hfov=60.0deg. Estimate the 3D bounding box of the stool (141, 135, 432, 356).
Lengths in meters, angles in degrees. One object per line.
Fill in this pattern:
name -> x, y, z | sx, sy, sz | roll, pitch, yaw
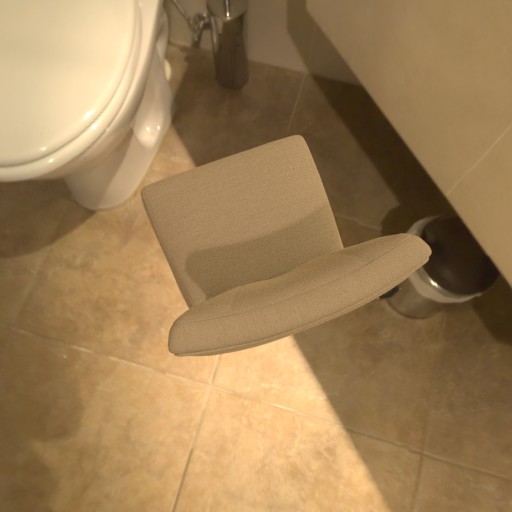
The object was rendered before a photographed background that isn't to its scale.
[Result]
stool -> 0.000, 0.000, 1.315 | 0.514, 1.000, 0.574 | -20, 74, -6
